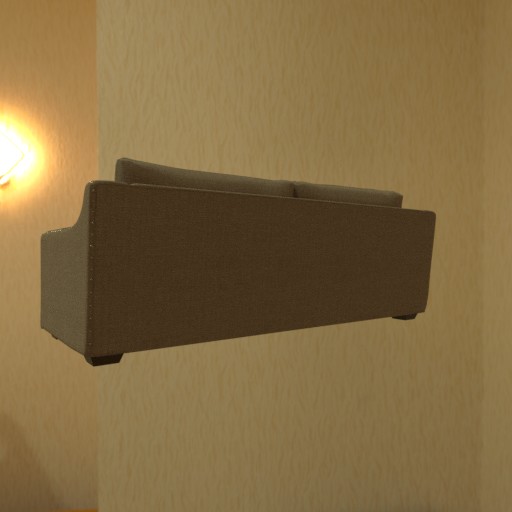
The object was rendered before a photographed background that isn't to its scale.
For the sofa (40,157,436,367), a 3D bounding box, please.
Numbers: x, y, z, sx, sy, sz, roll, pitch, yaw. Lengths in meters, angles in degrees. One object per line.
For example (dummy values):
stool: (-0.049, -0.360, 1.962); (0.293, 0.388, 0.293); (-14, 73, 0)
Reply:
sofa: (0.000, 0.000, 2.659); (2.208, 0.857, 1.000); (0, 1, -36)
